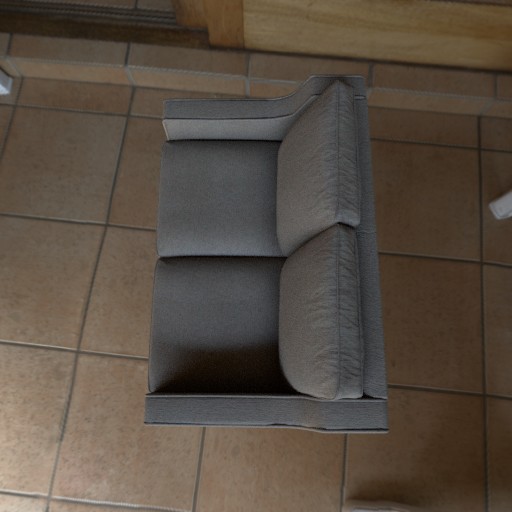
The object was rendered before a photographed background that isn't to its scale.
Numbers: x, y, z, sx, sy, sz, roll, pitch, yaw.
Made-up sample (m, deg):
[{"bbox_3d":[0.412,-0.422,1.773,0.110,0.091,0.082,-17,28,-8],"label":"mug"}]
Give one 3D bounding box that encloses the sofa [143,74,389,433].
[{"bbox_3d":[0.000,0.000,2.118,0.985,0.981,1.503,0,75,0],"label":"sofa"}]
